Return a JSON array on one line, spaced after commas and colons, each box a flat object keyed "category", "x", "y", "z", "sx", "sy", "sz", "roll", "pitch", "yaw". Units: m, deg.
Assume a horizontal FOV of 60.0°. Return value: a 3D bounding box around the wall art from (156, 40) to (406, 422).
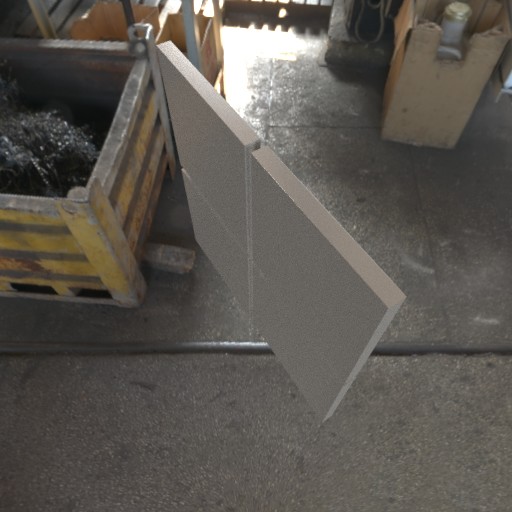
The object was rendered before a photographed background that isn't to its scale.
[{"category": "wall art", "x": 0.000, "y": 0.000, "z": 0.912, "sx": 0.029, "sy": 0.611, "sz": 0.611, "roll": -29, "pitch": 62, "yaw": -17}]
